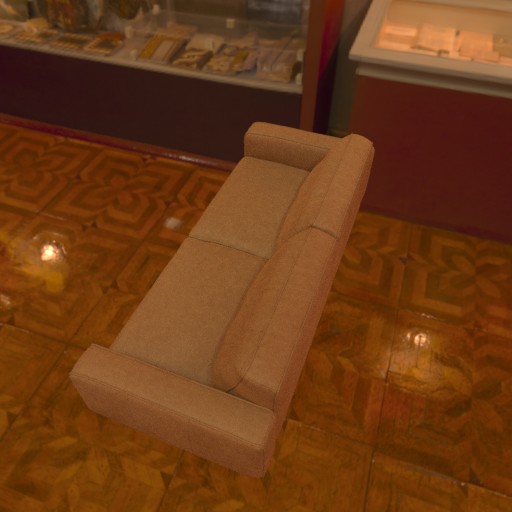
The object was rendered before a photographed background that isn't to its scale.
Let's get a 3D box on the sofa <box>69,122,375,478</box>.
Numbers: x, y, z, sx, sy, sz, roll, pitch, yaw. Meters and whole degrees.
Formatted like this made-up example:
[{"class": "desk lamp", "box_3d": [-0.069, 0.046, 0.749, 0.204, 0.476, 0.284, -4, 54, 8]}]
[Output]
[{"class": "sofa", "box_3d": [0.000, 0.000, 2.683, 0.953, 0.780, 2.270, 16, 50, 14]}]
